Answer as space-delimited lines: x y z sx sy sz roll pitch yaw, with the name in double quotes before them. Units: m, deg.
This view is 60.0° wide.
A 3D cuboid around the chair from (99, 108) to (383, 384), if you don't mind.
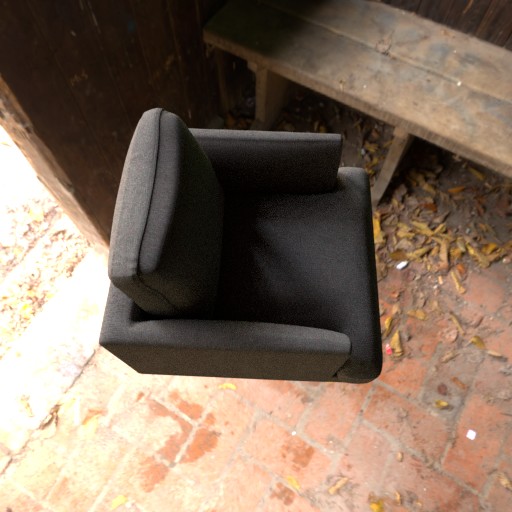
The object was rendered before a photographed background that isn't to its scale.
"chair" 0.000 0.000 1.653 0.899 0.957 0.858 2 65 1
